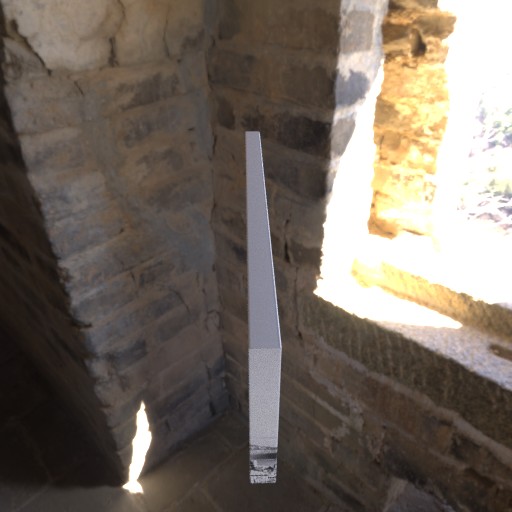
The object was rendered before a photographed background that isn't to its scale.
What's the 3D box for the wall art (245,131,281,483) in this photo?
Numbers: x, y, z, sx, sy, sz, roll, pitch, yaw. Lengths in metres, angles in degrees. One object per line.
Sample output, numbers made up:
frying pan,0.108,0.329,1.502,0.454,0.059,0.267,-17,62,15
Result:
wall art,0.000,0.000,0.868,0.036,0.256,0.766,-1,33,-1
